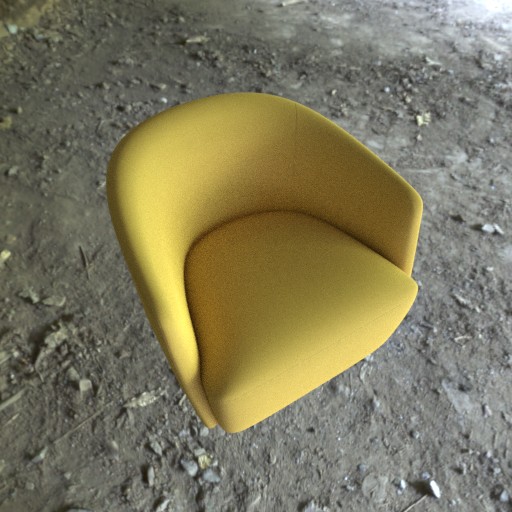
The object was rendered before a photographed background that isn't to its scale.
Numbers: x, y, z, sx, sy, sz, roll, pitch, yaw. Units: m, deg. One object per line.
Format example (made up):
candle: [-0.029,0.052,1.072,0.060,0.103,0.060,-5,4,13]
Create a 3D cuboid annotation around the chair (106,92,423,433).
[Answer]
chair: [0.000,0.000,1.347,0.773,0.698,0.767,-24,51,-21]
